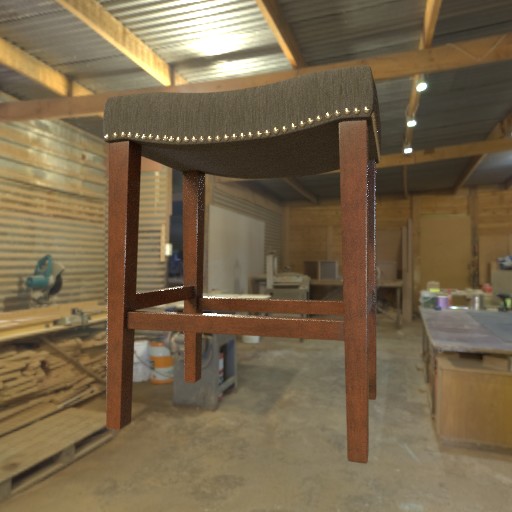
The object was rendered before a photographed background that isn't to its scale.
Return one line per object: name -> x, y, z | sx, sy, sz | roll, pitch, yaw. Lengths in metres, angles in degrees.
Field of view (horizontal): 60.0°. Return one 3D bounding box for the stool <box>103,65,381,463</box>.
stool -> 0.000, 0.000, 0.938 | 0.504, 0.654, 0.372 | 0, 0, 17
